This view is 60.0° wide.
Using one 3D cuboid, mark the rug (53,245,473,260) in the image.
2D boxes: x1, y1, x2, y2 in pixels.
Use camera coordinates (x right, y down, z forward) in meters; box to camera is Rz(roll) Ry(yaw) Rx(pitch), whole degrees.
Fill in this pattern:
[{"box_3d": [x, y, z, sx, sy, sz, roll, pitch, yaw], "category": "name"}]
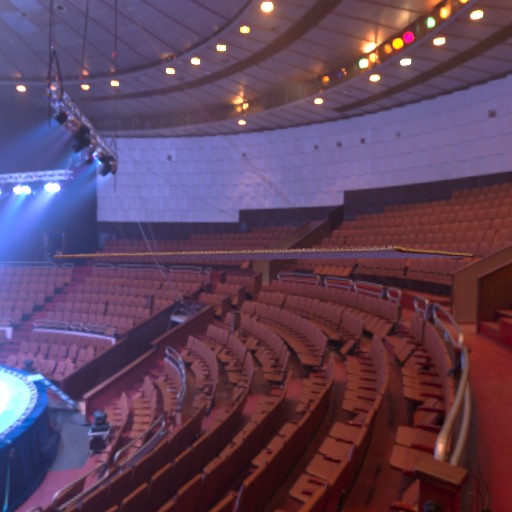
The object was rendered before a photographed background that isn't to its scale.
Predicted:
[{"box_3d": [0.000, 0.000, 3.017, 2.438, 0.034, 1.521, -1, -1, 36], "category": "rug"}]
